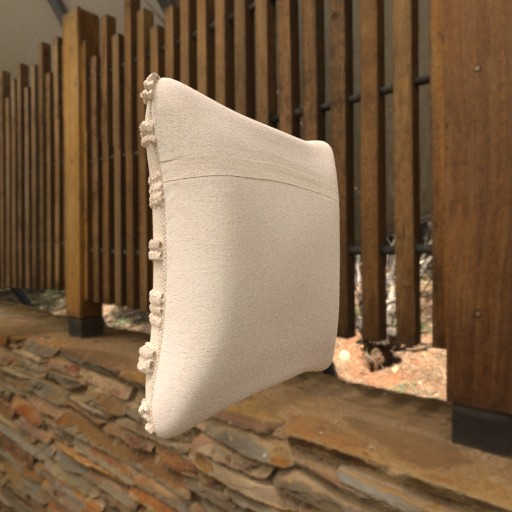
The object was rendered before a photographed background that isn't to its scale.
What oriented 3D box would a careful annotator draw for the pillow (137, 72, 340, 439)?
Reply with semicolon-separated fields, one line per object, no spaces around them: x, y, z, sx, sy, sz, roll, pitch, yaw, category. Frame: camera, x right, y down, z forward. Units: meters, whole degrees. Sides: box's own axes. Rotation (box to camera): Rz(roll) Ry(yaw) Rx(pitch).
0.000;0.000;0.673;0.145;0.427;0.437;0;1;36;pillow
